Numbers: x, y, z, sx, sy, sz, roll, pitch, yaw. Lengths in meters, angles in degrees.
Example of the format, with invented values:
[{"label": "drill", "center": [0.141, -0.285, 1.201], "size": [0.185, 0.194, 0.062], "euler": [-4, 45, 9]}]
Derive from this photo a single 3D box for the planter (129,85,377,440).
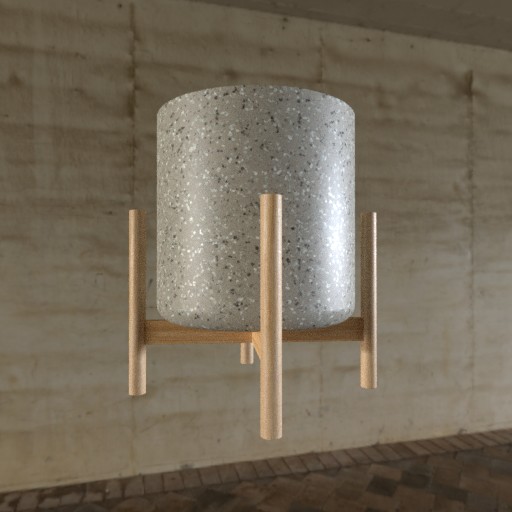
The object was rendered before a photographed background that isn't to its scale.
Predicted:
[{"label": "planter", "center": [0.000, 0.000, 0.694], "size": [0.360, 0.419, 0.360], "euler": [0, 0, 17]}]
